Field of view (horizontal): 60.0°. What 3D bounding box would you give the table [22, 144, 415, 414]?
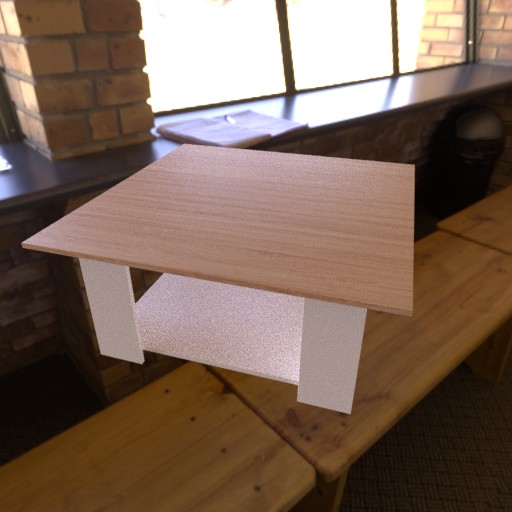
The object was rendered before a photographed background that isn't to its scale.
[{"bbox_3d":[0.000,0.000,1.058,0.670,0.305,0.670,9,31,15],"label":"table"}]
